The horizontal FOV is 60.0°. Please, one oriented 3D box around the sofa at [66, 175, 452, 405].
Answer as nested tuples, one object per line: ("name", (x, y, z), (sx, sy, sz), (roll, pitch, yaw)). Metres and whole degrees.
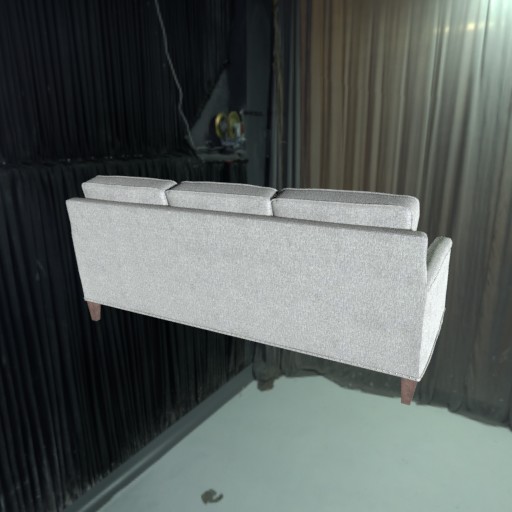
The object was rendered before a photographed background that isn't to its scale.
("sofa", (0.000, 0.000, 2.848), (2.246, 1.003, 1.084), (8, 18, 27))
